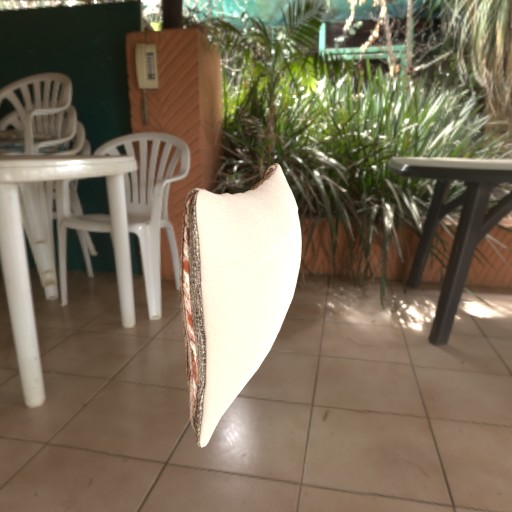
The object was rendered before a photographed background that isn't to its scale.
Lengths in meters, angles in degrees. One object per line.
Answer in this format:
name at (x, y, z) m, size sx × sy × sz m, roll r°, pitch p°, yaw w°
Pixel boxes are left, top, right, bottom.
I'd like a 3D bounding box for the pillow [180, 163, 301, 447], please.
pillow at (0.000, 0.000, 0.745) m, size 0.139 × 0.282 × 0.635 m, roll 3°, pitch 14°, yaw 10°
